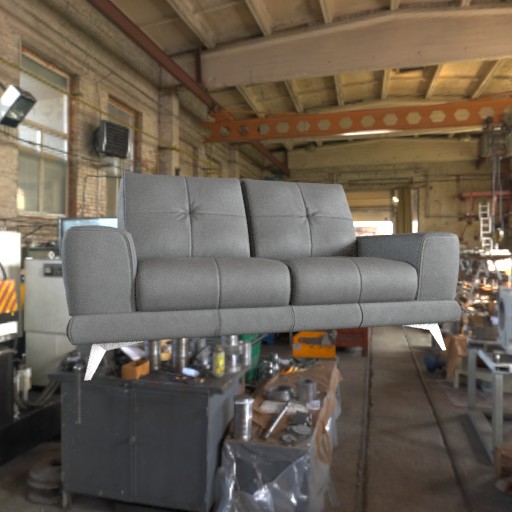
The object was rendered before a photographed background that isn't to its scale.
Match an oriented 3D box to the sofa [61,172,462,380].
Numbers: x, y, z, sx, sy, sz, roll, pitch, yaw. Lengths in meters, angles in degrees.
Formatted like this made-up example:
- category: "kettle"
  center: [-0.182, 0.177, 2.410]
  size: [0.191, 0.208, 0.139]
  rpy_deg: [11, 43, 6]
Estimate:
- category: "sofa"
  center: [0.000, 0.000, 2.319]
  size: [1.806, 0.907, 1.018]
  rpy_deg: [0, 0, -18]
